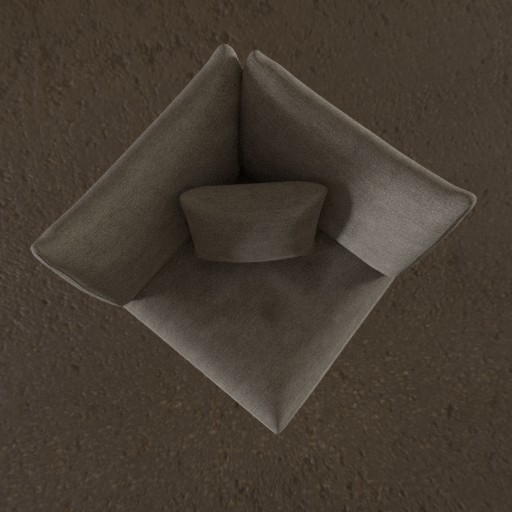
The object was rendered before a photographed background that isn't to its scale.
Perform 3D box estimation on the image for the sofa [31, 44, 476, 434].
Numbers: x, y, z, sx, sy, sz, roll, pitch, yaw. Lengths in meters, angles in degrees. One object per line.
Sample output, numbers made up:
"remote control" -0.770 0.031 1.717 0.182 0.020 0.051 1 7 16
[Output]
"sofa" 0.000 0.000 1.717 1.000 0.820 1.000 37 79 9
